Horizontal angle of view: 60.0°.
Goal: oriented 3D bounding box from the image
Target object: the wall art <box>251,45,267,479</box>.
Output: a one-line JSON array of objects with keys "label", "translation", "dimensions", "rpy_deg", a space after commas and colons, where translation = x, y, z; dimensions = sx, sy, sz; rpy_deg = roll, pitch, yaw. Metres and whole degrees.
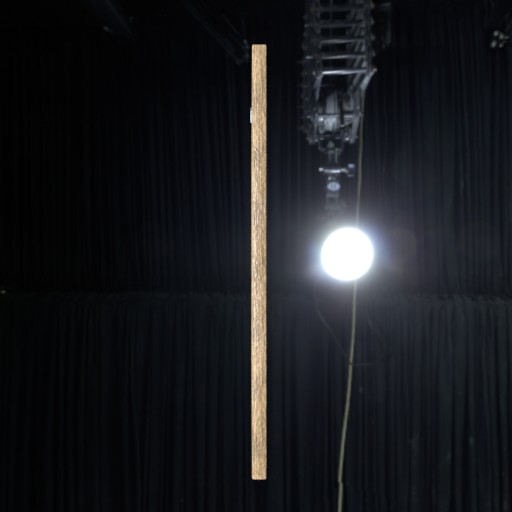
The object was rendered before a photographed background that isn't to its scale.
[{"label": "wall art", "translation": [0.000, 0.000, 0.851], "dimensions": [0.021, 0.582, 0.561], "rpy_deg": [0, -1, -1]}]
